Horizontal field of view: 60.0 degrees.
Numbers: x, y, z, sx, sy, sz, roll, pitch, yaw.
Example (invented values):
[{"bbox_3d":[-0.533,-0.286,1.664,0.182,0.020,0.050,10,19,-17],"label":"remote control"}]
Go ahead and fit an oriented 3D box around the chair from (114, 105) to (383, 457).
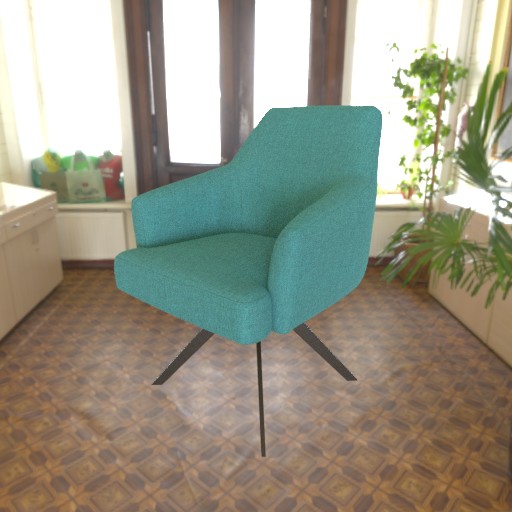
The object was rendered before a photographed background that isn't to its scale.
[{"bbox_3d":[0.000,0.000,1.344,0.642,0.874,0.677,15,23,40],"label":"chair"}]
